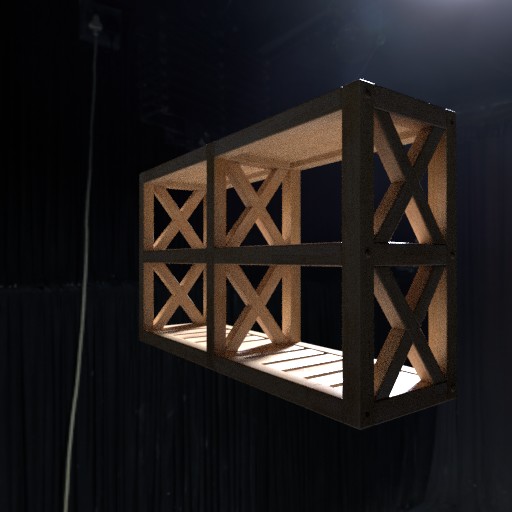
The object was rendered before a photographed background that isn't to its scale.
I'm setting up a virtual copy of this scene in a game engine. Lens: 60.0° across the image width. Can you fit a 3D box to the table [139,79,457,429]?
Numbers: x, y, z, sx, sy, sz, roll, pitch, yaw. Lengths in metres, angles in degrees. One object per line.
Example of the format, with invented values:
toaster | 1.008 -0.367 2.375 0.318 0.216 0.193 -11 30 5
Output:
table | 0.000 0.000 1.601 0.381 0.762 1.320 0 -1 -35
